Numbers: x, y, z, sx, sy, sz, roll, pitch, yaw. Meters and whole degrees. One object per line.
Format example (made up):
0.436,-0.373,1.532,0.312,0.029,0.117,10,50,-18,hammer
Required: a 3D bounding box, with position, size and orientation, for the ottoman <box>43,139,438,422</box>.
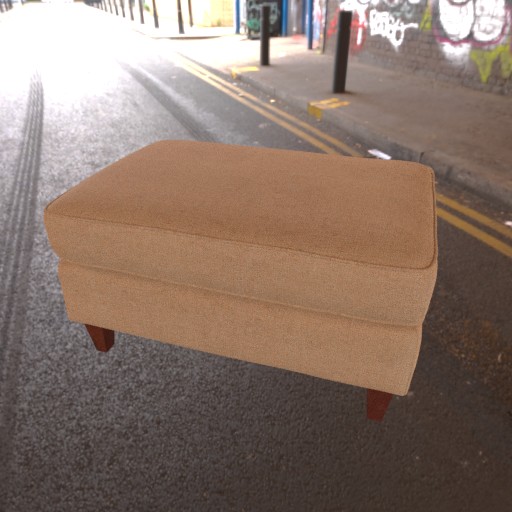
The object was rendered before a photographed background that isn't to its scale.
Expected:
0.000,0.000,1.206,0.862,0.484,0.583,10,32,15,ottoman
